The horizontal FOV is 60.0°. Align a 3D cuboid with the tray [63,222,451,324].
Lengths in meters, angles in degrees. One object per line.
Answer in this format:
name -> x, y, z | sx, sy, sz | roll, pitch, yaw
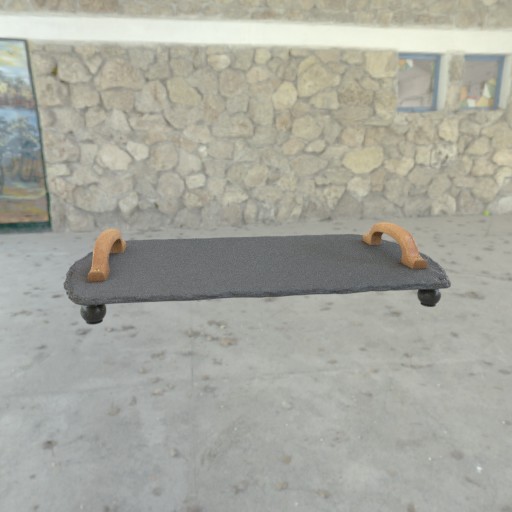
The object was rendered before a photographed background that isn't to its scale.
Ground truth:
tray -> 0.000, 0.000, 0.483 | 0.387, 0.062, 0.231 | -2, 14, -8
